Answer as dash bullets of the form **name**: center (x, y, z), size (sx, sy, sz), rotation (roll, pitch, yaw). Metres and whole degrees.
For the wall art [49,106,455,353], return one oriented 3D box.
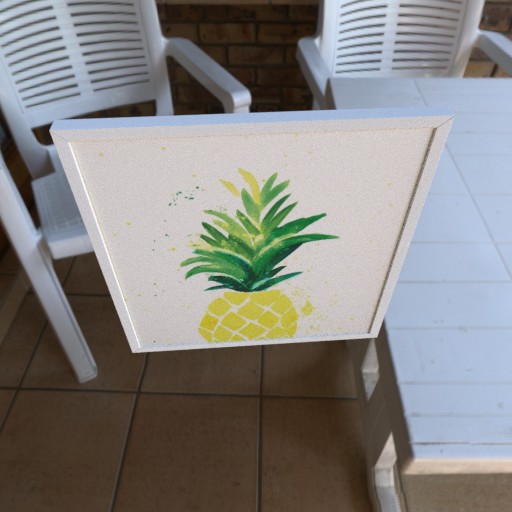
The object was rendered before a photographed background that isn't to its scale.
- **wall art**: center (0.000, 0.000, 1.119), size (0.763, 0.761, 0.038), rotation (-3, 46, -3)
